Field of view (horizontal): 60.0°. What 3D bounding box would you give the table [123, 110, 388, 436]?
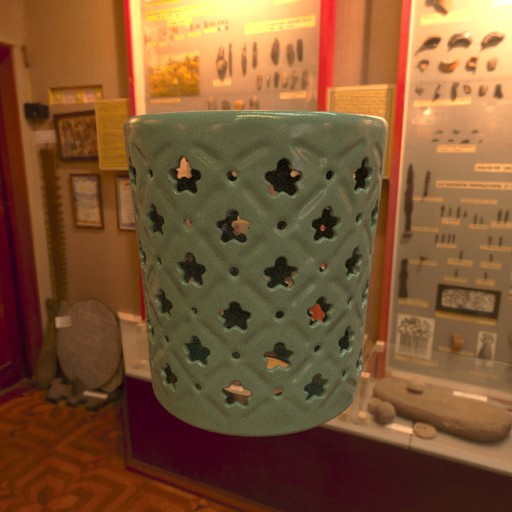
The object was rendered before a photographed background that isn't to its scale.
[{"bbox_3d":[0.000,0.000,0.651,0.352,0.387,0.352,0,14,0],"label":"table"}]
